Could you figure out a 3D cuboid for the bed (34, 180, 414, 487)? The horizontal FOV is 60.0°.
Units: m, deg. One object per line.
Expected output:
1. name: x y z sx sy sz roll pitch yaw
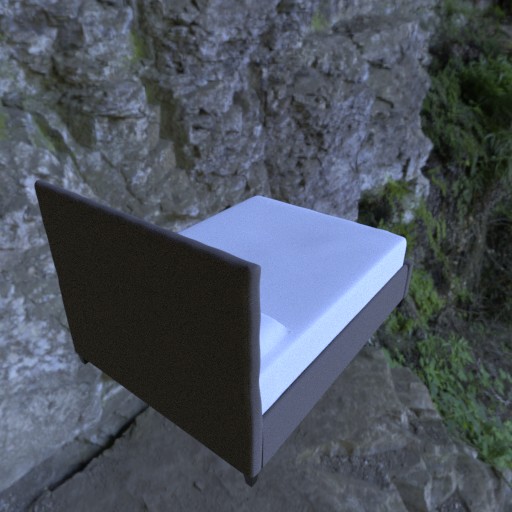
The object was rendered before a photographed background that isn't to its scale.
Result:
1. bed: 0.000 0.000 3.299 1.696 1.426 2.233 21 35 32
